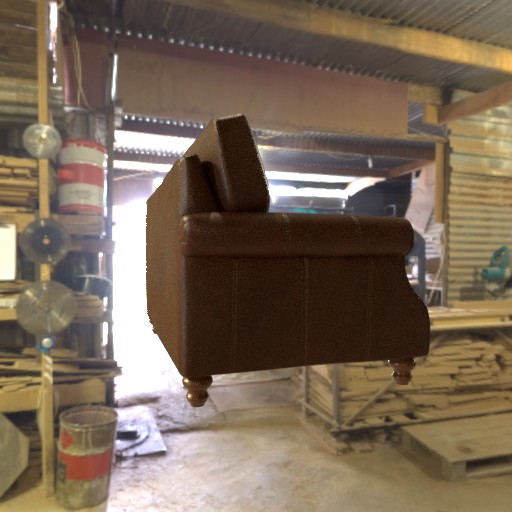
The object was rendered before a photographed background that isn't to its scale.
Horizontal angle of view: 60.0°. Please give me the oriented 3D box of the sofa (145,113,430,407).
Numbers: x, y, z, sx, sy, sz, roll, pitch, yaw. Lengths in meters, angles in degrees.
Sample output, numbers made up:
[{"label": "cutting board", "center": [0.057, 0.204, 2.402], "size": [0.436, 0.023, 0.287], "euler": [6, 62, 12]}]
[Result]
[{"label": "sofa", "center": [0.000, 0.000, 2.233], "size": [0.990, 0.976, 1.616], "euler": [0, 1, -18]}]
